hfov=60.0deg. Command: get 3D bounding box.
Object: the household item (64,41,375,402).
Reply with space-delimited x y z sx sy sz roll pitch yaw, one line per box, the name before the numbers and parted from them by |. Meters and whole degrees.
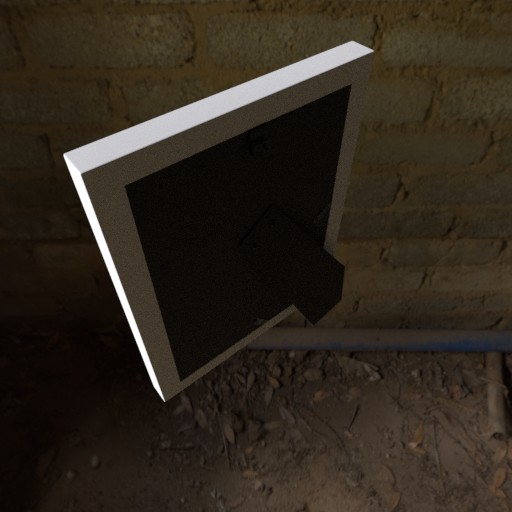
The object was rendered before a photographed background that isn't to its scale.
household item | 0.000 0.000 0.334 0.200 0.250 0.045 -31 56 -25
